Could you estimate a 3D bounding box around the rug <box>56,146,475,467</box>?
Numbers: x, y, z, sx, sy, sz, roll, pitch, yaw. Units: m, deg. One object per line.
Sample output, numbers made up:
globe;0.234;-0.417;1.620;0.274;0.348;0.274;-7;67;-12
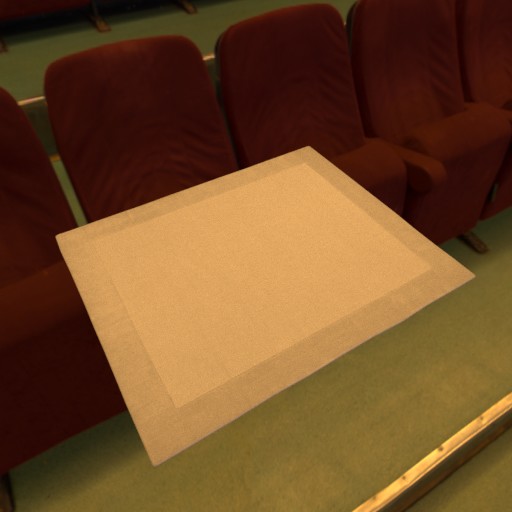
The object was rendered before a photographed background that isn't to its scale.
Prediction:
rug;0.000;0.000;3.987;2.976;0.018;2.430;-24;51;-21
